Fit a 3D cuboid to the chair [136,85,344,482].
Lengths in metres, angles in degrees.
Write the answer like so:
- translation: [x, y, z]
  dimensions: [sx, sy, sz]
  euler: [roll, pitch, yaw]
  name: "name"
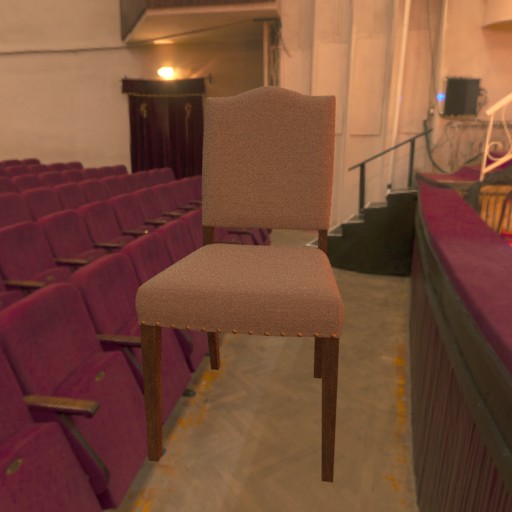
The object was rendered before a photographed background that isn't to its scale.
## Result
- translation: [0.000, 0.000, 1.325]
  dimensions: [0.508, 1.020, 0.620]
  euler: [2, 15, 9]
  name: "chair"
